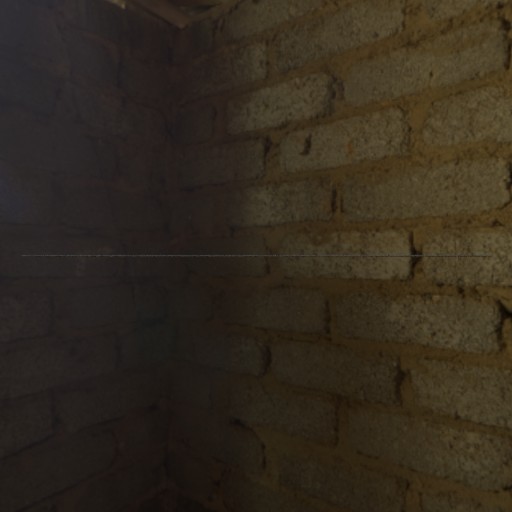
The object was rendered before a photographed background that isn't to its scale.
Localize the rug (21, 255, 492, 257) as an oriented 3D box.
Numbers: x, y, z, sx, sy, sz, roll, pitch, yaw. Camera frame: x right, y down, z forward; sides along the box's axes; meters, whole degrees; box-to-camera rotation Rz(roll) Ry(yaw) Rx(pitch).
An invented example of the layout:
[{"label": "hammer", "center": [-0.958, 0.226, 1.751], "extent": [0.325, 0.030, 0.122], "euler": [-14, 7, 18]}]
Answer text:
[{"label": "rug", "center": [0.000, 0.000, 2.910], "extent": [2.286, 0.006, 1.522], "euler": [0, 0, -1]}]
